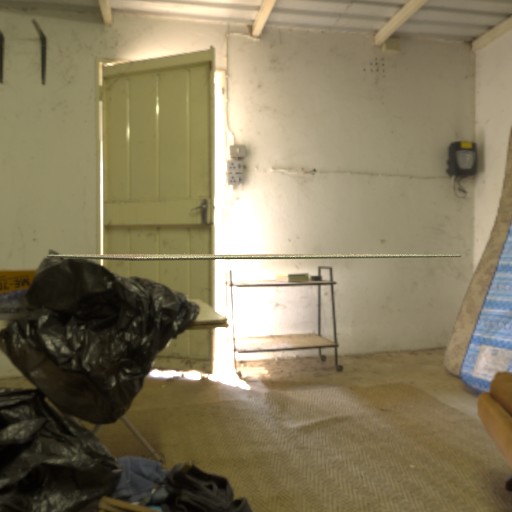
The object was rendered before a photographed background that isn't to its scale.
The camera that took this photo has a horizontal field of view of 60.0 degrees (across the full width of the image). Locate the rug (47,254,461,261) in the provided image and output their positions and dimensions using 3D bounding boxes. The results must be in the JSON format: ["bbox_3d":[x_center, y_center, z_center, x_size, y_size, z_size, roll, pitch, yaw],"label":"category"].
[{"bbox_3d":[0.000,0.000,2.271,1.747,0.011,1.217,0,1,-36],"label":"rug"}]
